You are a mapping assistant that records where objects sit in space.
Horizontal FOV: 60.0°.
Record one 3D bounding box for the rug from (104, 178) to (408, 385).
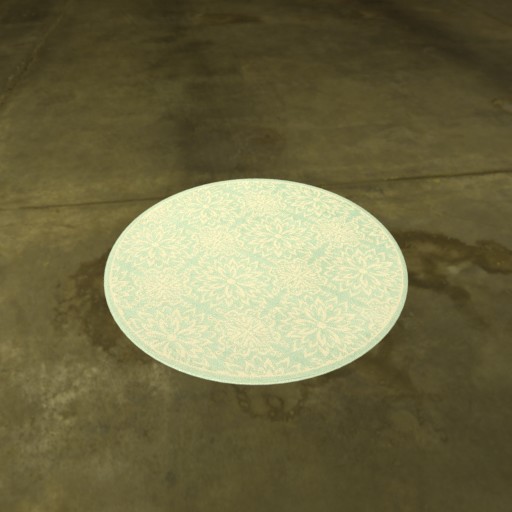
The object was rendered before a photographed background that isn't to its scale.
[{"bbox_3d":[0.000,0.000,2.398,1.593,0.012,1.593,0,41,0],"label":"rug"}]
